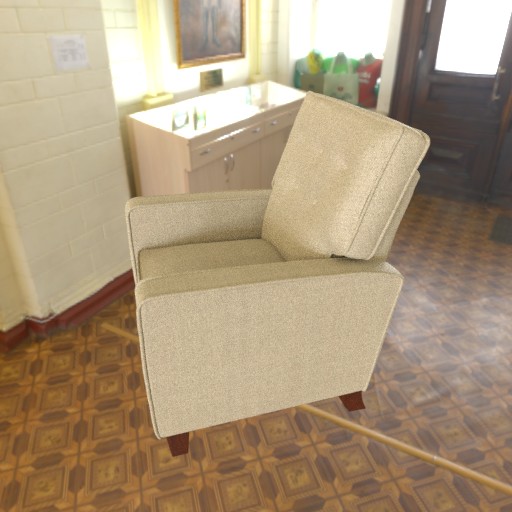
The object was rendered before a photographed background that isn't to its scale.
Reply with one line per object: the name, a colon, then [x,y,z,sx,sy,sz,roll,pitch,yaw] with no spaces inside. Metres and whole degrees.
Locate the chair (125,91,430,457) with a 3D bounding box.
chair: [0.000,0.000,1.376,0.754,0.888,0.648,-8,29,-15]
